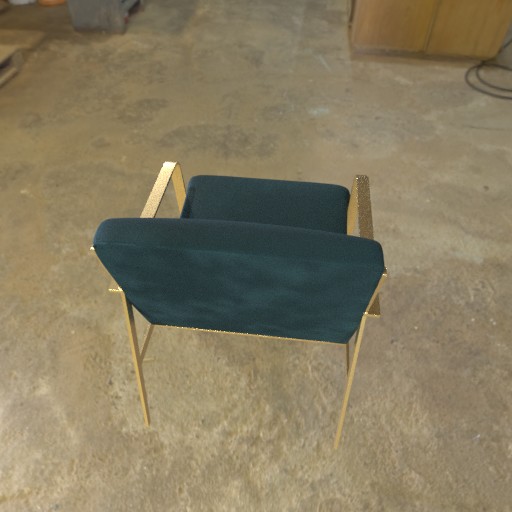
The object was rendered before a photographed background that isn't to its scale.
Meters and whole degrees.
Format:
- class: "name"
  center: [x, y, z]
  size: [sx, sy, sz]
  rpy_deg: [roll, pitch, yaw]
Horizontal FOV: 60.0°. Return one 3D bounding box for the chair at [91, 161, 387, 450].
- class: "chair"
  center: [0.000, 0.000, 1.440]
  size: [0.692, 0.831, 0.859]
  rpy_deg: [5, 46, 5]
